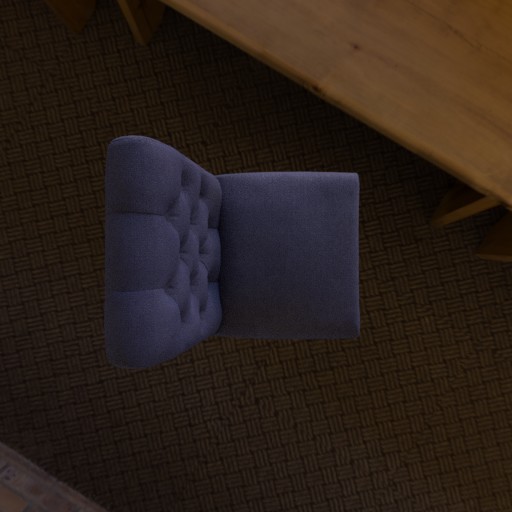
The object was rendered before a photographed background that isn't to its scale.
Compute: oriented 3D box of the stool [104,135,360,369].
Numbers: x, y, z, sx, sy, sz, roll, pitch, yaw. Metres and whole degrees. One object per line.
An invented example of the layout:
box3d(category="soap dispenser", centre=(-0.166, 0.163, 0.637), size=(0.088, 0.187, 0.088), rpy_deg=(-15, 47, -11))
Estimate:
box3d(category="stool", centre=(0.000, 0.000, 1.425), size=(0.601, 1.140, 0.493), rpy_deg=(0, 89, 1))
